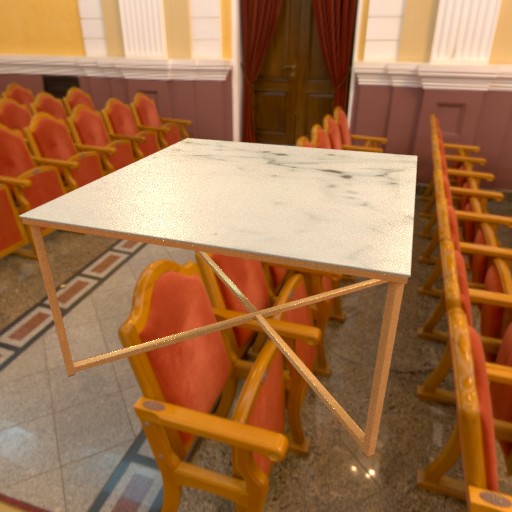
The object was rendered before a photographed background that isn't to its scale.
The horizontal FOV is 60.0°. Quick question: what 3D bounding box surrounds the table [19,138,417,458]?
[{"bbox_3d":[0.000,0.000,1.272,0.800,0.450,0.800,9,28,17],"label":"table"}]
